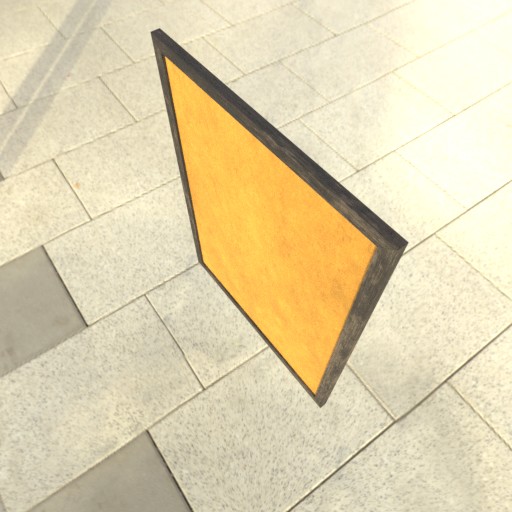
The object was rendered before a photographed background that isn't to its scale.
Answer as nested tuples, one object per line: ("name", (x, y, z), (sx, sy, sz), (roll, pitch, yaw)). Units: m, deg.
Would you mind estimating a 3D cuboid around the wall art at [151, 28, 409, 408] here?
("wall art", (0.000, 0.000, 1.370), (0.029, 1.066, 0.812), (-33, 63, -19))
